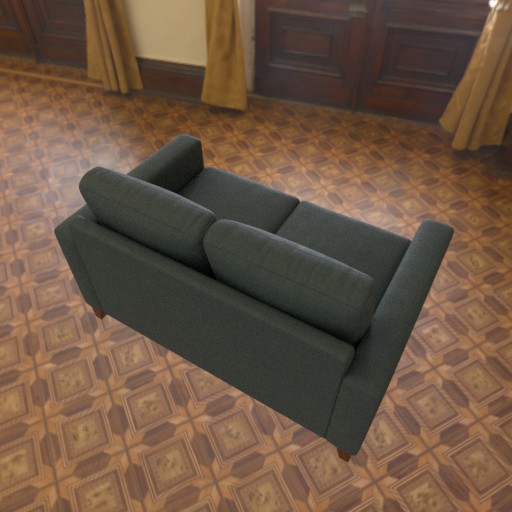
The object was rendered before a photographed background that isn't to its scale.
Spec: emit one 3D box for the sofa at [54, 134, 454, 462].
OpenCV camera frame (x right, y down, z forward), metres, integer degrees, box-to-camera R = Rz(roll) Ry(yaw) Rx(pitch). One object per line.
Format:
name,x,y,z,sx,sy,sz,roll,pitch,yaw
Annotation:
sofa,0.000,0.000,2.051,1.489,0.903,0.955,24,51,21
